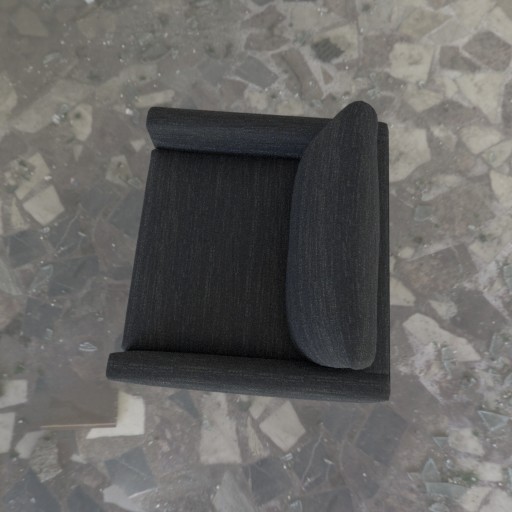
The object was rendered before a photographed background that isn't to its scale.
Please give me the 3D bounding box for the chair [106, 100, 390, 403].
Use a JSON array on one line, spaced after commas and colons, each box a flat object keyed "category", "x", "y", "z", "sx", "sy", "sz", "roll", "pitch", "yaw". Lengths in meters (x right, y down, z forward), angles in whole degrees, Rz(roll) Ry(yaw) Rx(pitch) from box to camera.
[{"category": "chair", "x": 0.000, "y": 0.000, "z": 1.609, "sx": 0.866, "sy": 0.861, "sz": 0.963, "roll": 4, "pitch": 74, "yaw": 1}]
